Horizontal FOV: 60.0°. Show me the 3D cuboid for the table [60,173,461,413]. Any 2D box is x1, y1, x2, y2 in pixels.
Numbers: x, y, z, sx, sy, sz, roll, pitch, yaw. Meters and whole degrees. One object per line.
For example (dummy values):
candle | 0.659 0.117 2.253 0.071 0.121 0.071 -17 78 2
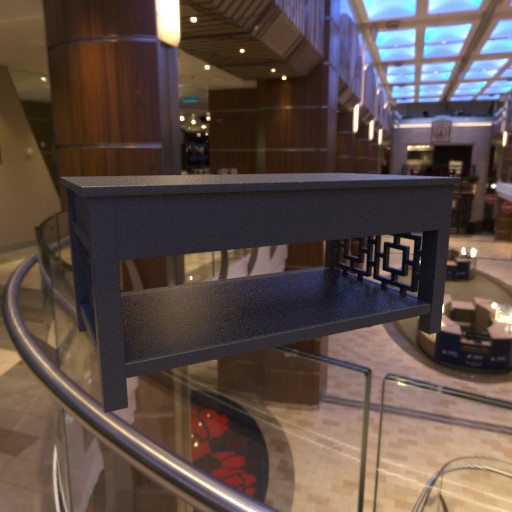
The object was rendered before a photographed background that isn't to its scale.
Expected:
table | 0.000 0.000 1.409 1.068 0.493 0.612 -6 13 -26
